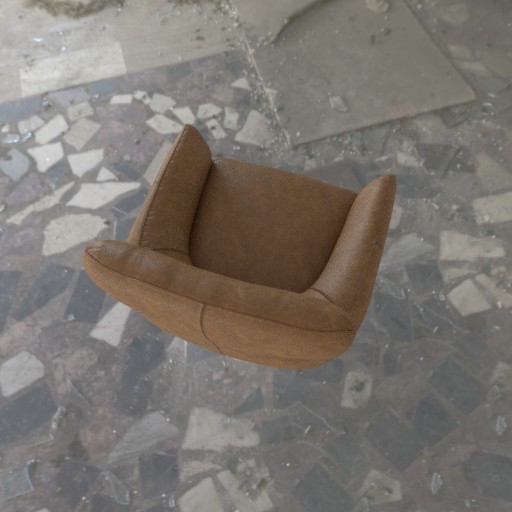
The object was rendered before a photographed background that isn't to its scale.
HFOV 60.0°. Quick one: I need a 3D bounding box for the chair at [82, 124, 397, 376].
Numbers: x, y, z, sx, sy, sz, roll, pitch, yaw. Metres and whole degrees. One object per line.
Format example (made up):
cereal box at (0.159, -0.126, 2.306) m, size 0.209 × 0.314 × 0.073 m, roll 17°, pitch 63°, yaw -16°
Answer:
chair at (0.000, 0.000, 1.344) m, size 0.706 × 0.812 × 0.715 m, roll 16°, pitch 64°, yaw 8°
